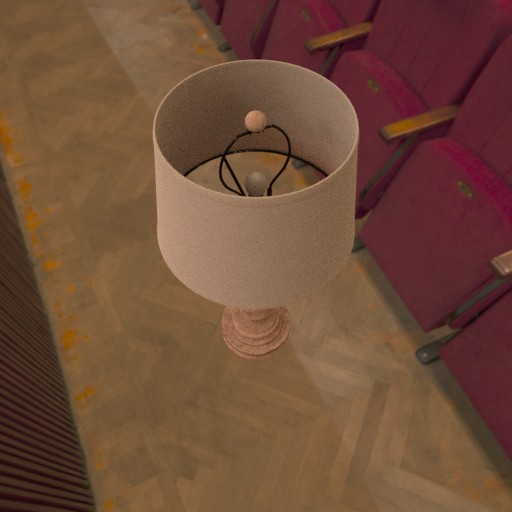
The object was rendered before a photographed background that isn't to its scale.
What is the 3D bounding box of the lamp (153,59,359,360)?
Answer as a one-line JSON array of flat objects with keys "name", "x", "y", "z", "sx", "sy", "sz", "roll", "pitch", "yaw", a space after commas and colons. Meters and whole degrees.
[{"name": "lamp", "x": 0.000, "y": 0.000, "z": 0.861, "sx": 0.340, "sy": 0.678, "sz": 0.340, "roll": 0, "pitch": 57, "yaw": 0}]
